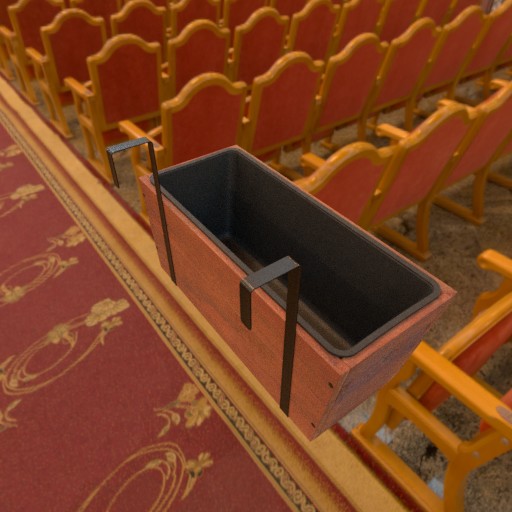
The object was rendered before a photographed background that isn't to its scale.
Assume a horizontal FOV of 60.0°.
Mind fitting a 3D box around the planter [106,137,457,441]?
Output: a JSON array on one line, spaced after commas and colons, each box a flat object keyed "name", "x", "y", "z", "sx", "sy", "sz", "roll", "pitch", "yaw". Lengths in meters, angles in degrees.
[{"name": "planter", "x": 0.000, "y": 0.000, "z": 0.657, "sx": 0.262, "sy": 0.289, "sz": 0.480, "roll": -26, "pitch": 47, "yaw": -26}]
